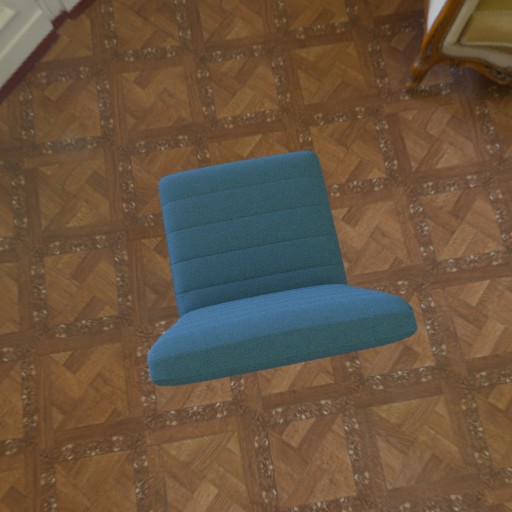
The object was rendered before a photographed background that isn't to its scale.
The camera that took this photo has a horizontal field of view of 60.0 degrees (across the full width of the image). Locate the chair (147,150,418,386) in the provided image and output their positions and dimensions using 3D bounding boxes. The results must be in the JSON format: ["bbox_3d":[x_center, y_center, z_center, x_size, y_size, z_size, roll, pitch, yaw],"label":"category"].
[{"bbox_3d":[0.000,0.000,1.316,0.520,0.930,0.634,-11,77,-2],"label":"chair"}]
